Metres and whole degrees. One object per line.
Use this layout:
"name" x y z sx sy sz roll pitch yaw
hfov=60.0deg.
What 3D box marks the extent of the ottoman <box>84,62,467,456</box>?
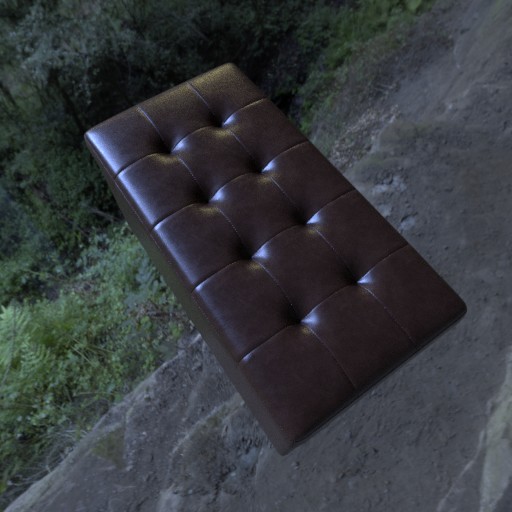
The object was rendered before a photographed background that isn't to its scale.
"ottoman" 0.000 0.000 1.126 0.432 0.470 0.838 -32 67 -15
